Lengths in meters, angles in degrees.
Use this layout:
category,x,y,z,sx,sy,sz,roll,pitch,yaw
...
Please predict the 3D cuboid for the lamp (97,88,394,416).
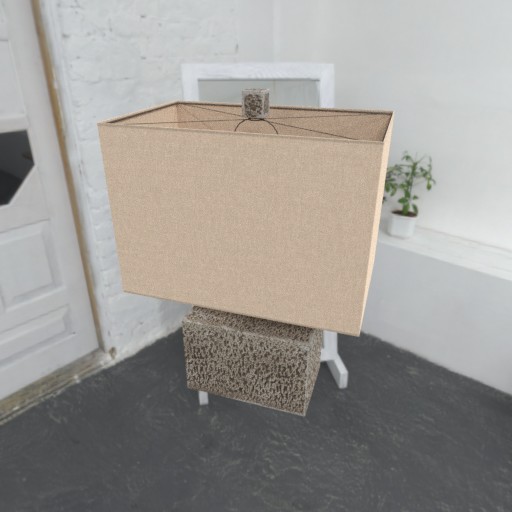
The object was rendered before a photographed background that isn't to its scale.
category,x,y,z,sx,sy,sz,roll,pitch,yaw
lamp,0.000,0.000,0.582,0.294,0.411,0.180,8,28,16
